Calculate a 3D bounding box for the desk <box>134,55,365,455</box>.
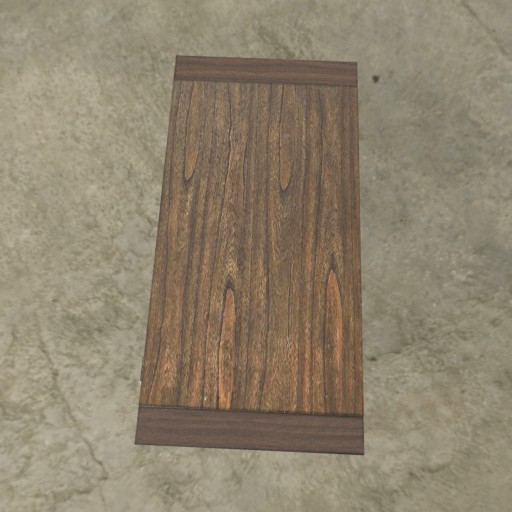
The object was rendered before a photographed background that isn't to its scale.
[{"bbox_3d":[0.000,0.000,2.013,0.784,0.725,1.543,2,75,1],"label":"desk"}]
